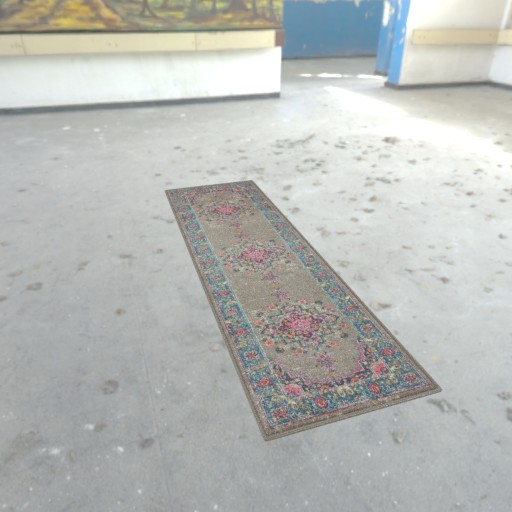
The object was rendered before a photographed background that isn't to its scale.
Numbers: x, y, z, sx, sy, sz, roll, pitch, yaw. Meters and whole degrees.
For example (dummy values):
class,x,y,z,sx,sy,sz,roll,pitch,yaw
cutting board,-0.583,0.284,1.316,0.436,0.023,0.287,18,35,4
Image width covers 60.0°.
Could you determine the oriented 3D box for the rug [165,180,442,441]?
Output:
class,x,y,z,sx,sy,sz,roll,pitch,yaw
rug,0.000,0.000,1.968,0.553,0.012,1.827,-9,31,-16
